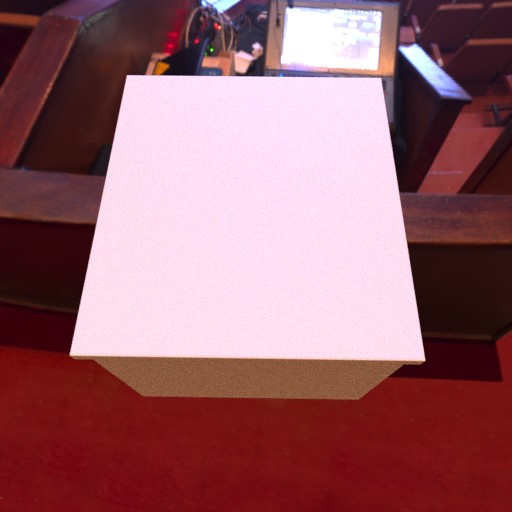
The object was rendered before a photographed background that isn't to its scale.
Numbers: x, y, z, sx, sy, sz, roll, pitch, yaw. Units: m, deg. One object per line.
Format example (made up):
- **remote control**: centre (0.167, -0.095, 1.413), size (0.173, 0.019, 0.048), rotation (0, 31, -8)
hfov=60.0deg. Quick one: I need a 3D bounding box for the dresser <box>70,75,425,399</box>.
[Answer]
- **dresser**: centre (0.000, 0.000, 0.738), size (0.400, 0.360, 0.430), rotation (1, 63, 0)
